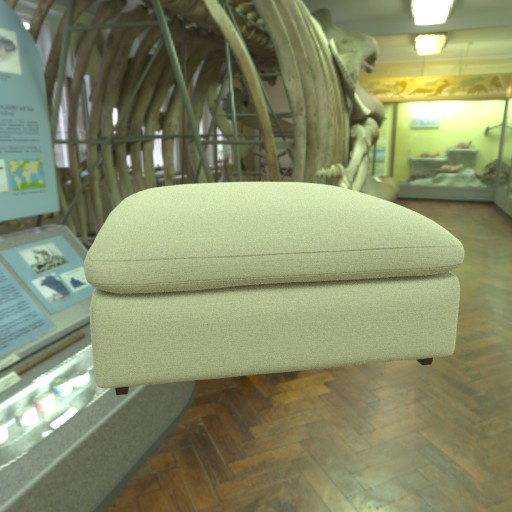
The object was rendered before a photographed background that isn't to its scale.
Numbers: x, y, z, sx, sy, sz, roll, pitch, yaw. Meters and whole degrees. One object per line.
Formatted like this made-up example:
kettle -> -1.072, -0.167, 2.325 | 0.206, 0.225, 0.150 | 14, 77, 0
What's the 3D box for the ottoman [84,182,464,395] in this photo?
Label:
ottoman -> 0.000, 0.000, 1.535 | 0.977, 0.467, 0.996 | -3, 16, -10
